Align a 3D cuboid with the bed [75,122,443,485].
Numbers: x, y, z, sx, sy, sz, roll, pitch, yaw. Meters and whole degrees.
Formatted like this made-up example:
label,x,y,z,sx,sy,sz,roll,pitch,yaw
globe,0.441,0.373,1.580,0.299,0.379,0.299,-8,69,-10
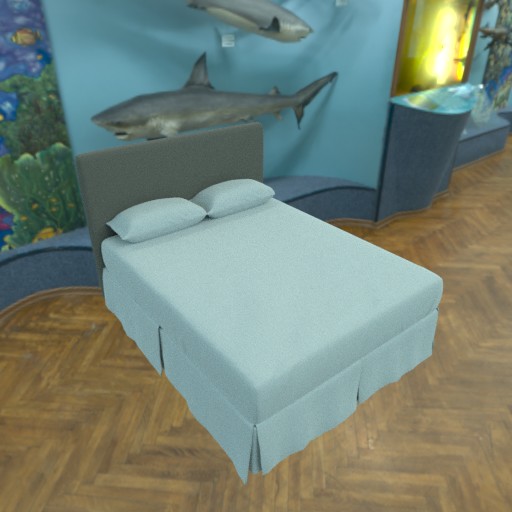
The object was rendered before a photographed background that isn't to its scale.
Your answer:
label,x,y,z,sx,sy,sz,roll,pitch,yaw
bed,0.000,0.000,3.206,1.748,1.330,2.142,-21,36,-32
